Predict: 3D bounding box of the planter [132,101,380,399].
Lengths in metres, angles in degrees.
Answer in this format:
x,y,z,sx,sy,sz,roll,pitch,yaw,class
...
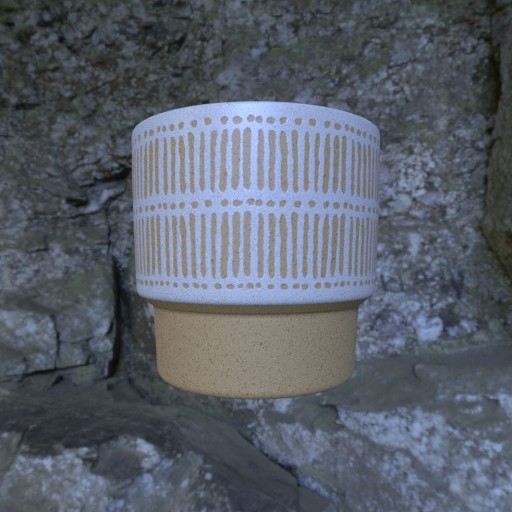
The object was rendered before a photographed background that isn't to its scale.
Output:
x,y,z,sx,sy,sz,roll,pitch,yaw,class
0.000,0.000,0.587,0.317,0.303,0.317,0,0,0,planter
